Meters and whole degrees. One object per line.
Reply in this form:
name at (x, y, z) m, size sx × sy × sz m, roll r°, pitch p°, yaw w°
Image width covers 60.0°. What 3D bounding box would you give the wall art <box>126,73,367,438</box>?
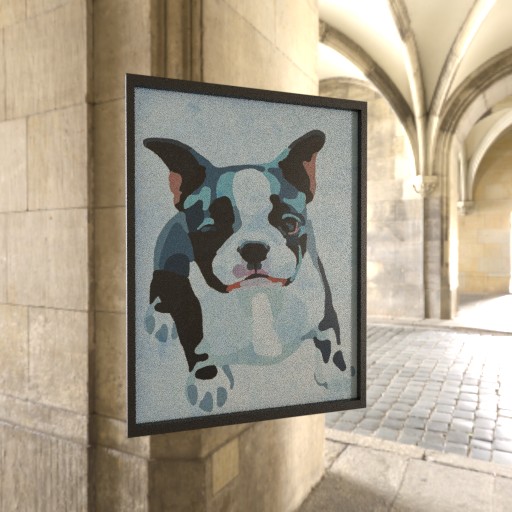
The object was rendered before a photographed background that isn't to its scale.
wall art at (0.000, 0.000, 1.379) m, size 0.774 × 1.027 × 0.030 m, roll 0°, pitch 1°, yaw -18°
